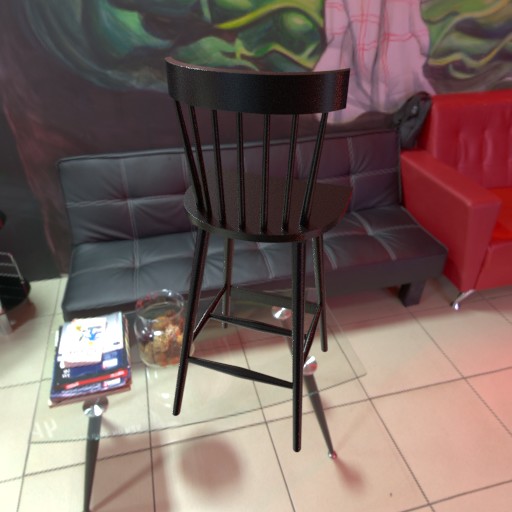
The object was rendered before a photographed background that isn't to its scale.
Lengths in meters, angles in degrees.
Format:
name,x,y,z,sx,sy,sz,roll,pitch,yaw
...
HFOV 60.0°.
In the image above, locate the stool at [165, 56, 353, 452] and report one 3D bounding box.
name,x,y,z,sx,sy,sz,roll,pitch,yaw
stool,0.000,0.000,1.338,0.482,1.092,0.483,10,35,15
